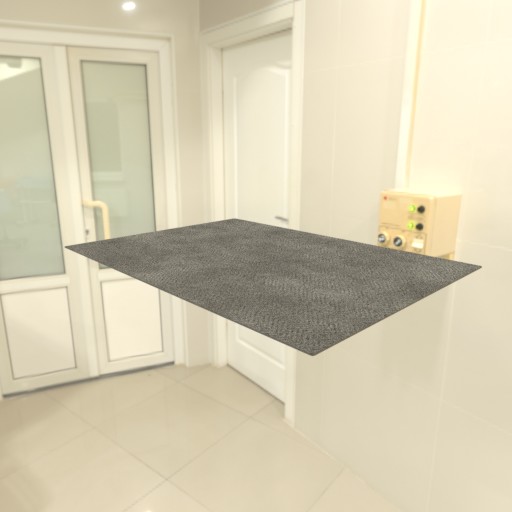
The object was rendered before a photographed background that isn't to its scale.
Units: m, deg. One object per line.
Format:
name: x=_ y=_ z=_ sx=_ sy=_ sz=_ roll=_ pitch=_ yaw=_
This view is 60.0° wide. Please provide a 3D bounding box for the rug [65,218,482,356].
rug: x=0.000 y=0.000 z=2.883 sx=1.600 sy=0.008 sz=2.235 roll=-14 pitch=21 yaw=-42
